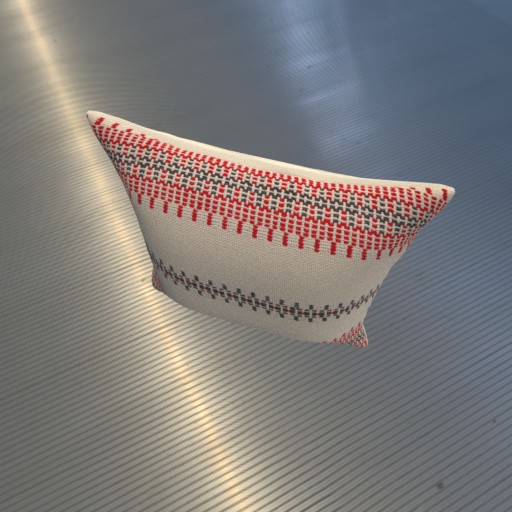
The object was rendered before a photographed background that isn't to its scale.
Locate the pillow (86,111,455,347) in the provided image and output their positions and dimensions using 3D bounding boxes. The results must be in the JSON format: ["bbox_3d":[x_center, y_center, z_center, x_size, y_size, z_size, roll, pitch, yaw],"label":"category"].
[{"bbox_3d":[0.000,0.000,0.718,0.463,0.454,0.160,14,58,9],"label":"pillow"}]
